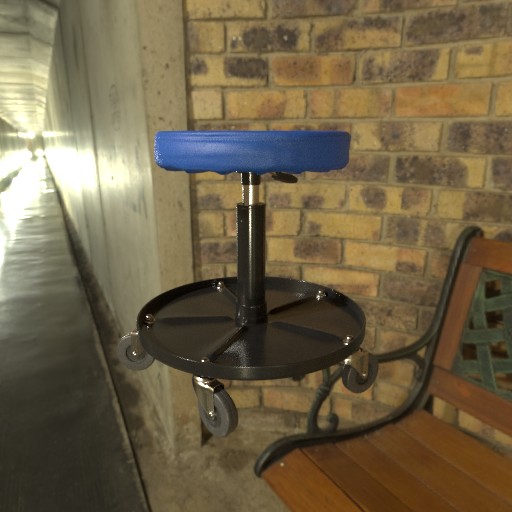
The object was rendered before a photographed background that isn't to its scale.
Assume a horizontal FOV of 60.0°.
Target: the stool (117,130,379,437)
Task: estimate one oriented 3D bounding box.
[{"bbox_3d":[0.000,0.000,0.673,0.381,0.365,0.382,8,17,26],"label":"stool"}]
